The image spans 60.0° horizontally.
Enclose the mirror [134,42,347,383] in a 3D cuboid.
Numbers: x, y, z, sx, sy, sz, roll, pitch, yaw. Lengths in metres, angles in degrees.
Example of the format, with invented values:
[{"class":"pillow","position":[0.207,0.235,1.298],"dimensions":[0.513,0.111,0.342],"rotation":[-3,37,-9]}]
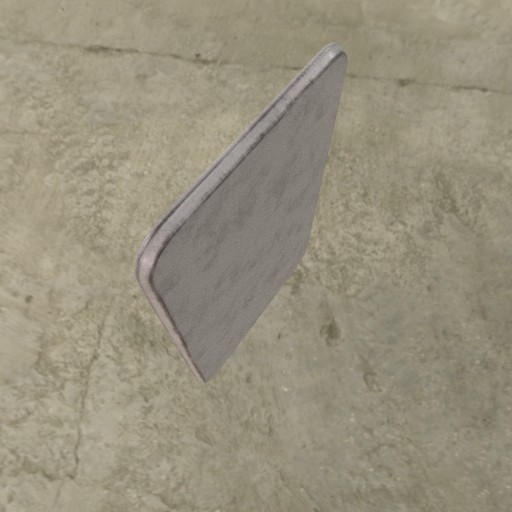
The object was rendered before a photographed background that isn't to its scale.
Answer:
[{"class":"mirror","position":[0.000,0.000,0.869],"dimensions":[0.024,0.713,0.461],"rotation":[33,68,15]}]
